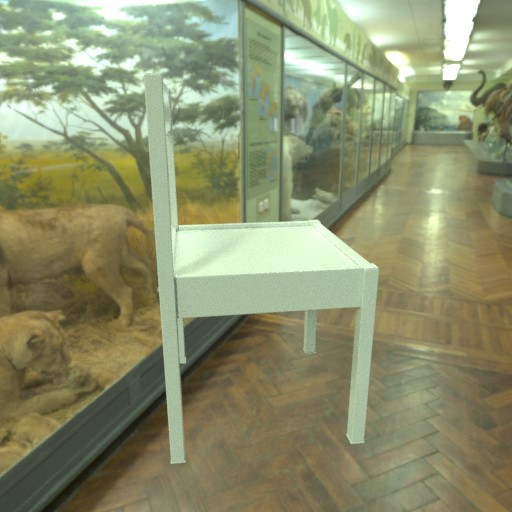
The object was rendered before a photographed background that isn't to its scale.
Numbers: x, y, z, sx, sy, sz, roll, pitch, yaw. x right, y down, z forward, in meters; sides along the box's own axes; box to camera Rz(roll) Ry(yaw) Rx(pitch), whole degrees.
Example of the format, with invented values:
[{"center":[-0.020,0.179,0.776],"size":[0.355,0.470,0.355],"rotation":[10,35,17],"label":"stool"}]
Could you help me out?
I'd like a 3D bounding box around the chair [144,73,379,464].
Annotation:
[{"center":[0.000,0.000,0.694],"size":[0.285,0.505,0.285],"rotation":[-3,18,-8],"label":"chair"}]
